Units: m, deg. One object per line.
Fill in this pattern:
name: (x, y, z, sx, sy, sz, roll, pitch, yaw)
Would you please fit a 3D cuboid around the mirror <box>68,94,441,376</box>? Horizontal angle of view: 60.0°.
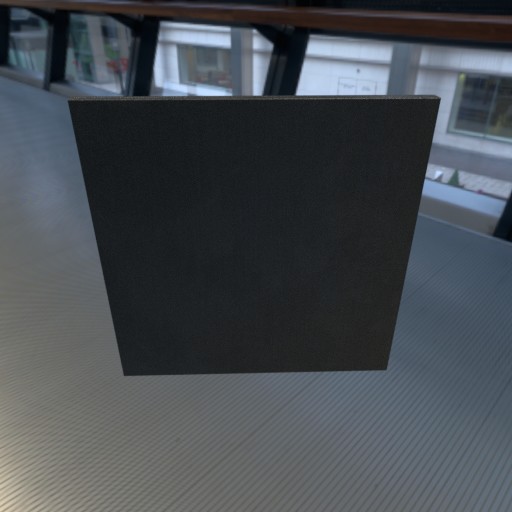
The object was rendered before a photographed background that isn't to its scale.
mirror: (0.000, 0.000, 0.555, 0.382, 0.381, 0.020, -1, 30, -1)
